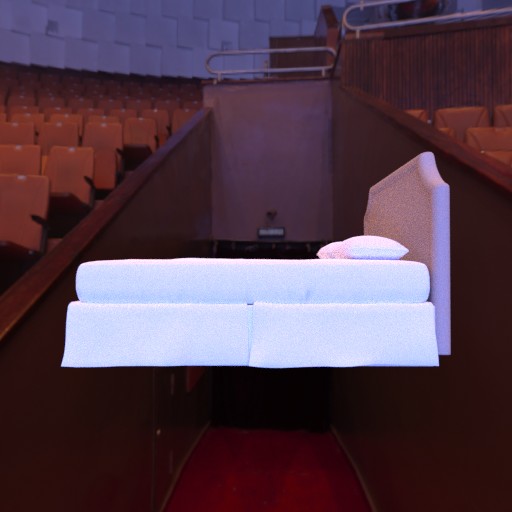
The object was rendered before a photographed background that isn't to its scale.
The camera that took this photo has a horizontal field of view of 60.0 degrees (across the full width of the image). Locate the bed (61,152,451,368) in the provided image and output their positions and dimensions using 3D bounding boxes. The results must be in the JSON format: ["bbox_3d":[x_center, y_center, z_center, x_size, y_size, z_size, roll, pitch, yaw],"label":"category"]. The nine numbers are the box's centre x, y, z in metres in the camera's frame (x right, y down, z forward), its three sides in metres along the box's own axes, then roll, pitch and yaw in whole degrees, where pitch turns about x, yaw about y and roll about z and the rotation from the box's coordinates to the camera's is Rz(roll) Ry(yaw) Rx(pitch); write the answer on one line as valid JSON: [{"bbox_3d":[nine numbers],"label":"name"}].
[{"bbox_3d":[0.000,0.000,4.229,2.773,1.590,2.350,0,-1,1],"label":"bed"}]
